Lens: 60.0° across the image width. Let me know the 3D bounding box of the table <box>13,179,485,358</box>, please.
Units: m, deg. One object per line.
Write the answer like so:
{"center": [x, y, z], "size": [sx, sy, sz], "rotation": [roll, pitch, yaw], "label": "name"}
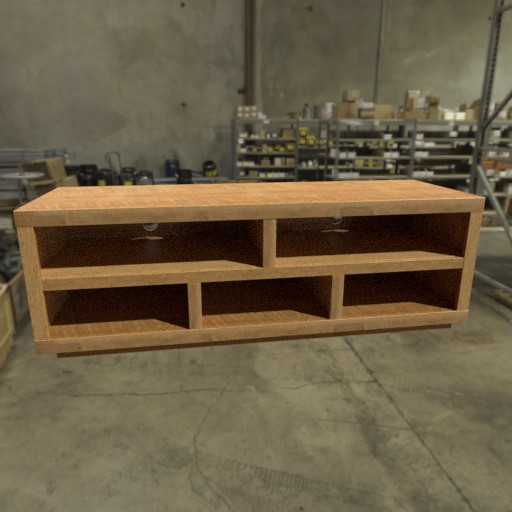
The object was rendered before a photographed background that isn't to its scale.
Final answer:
{"center": [0.000, 0.000, 1.697], "size": [1.499, 0.491, 0.499], "rotation": [-3, 17, -9], "label": "table"}
